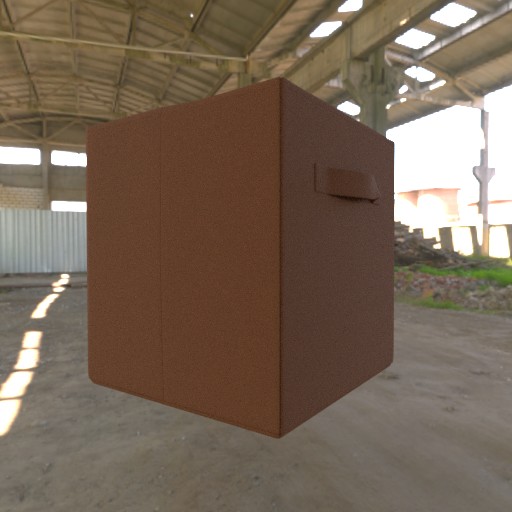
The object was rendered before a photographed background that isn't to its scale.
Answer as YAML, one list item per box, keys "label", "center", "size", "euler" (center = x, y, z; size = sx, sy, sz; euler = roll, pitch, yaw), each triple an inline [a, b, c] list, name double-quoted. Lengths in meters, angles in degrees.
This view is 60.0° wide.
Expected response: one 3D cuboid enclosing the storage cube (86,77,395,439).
- label: "storage cube"
  center: [0.000, 0.000, 0.513]
  size: [0.270, 0.280, 0.270]
  euler: [1, 2, 36]
